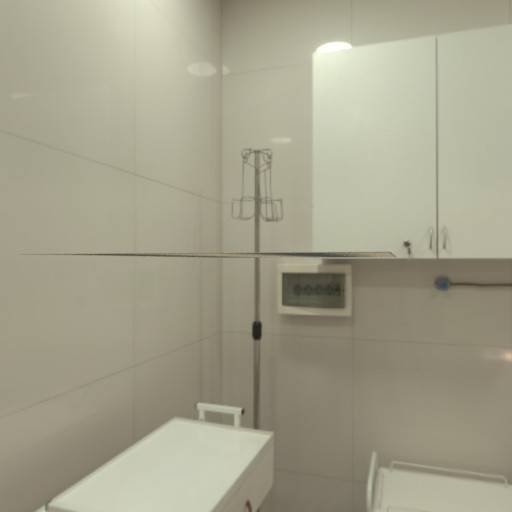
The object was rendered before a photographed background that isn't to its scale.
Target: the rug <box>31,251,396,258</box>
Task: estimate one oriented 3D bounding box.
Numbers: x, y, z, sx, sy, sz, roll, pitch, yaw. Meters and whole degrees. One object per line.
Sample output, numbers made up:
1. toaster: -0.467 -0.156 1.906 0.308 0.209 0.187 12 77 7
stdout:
1. rug: 0.000 0.000 4.106 2.453 0.004 3.037 0 -1 18
